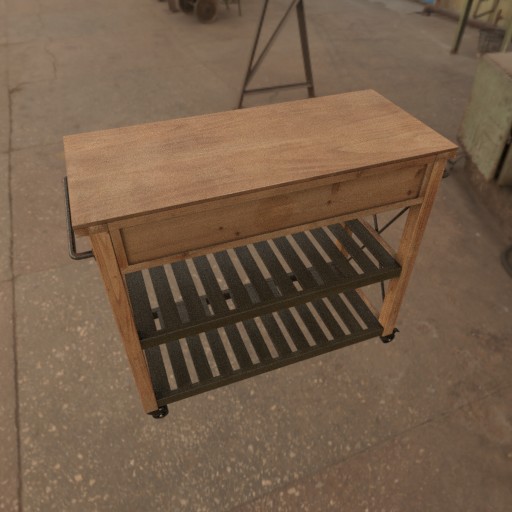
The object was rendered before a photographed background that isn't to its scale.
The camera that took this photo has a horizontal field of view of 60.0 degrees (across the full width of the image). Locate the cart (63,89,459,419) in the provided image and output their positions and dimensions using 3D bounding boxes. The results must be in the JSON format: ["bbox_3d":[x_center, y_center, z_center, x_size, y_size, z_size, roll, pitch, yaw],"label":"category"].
[{"bbox_3d":[0.000,0.000,0.975,0.686,0.554,0.298,-14,43,-15],"label":"cart"}]
